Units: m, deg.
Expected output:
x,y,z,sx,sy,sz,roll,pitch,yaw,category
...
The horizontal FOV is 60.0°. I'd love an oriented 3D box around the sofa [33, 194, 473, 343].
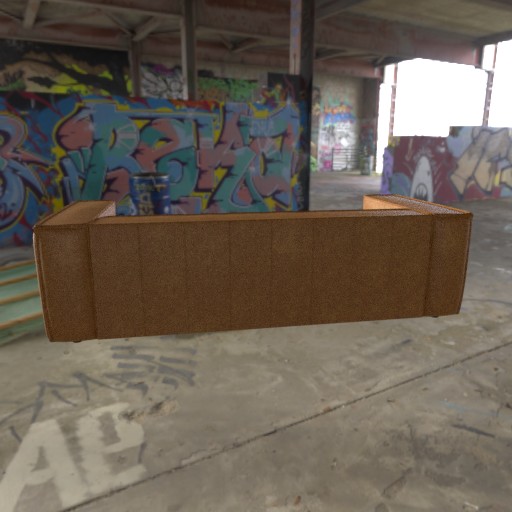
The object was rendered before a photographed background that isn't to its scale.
x,y,z,sx,sy,sz,roll,pitch,yaw,category
0.000,0.000,3.064,2.581,0.701,1.102,-2,15,-9,sofa
